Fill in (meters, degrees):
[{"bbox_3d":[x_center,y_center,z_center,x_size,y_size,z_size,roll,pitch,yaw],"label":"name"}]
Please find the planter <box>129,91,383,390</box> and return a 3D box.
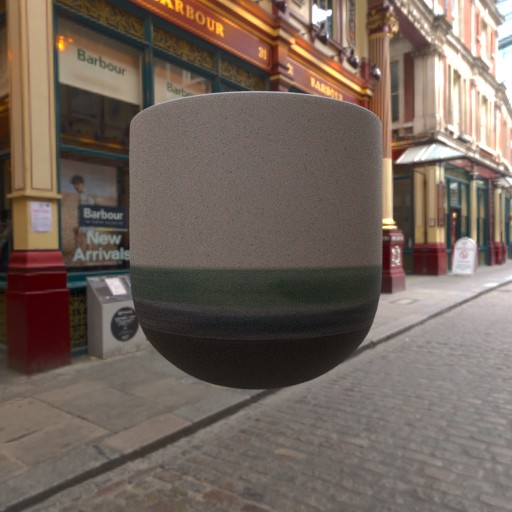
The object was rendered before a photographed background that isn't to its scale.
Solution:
[{"bbox_3d":[0.000,0.000,0.489,0.268,0.270,0.268,0,1,0],"label":"planter"}]
